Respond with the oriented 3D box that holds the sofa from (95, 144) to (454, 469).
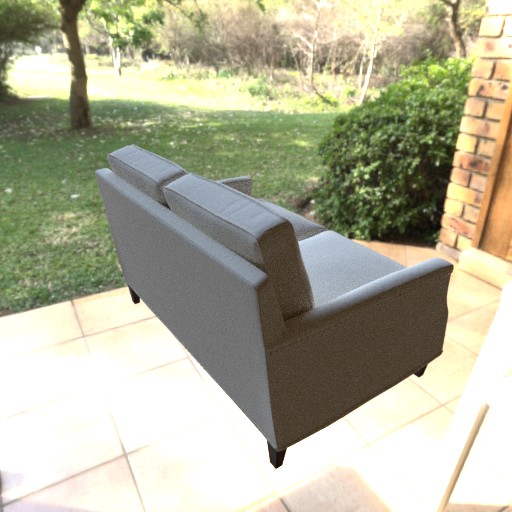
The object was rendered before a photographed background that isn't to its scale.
[{"bbox_3d":[0.000,0.000,2.248,1.084,1.003,1.597,-18,32,-31],"label":"sofa"}]
